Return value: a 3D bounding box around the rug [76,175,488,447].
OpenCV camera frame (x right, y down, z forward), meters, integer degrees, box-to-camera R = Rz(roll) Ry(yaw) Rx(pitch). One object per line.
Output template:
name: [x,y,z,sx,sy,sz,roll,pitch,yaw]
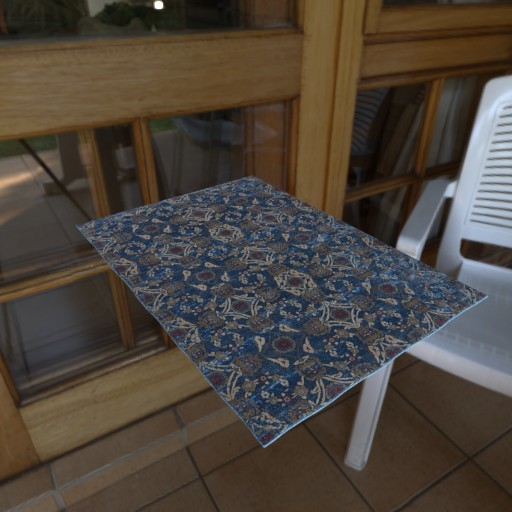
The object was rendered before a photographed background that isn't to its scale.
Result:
rug: [0.000,0.000,2.810,1.567,0.014,2.207,-22,38,-30]
